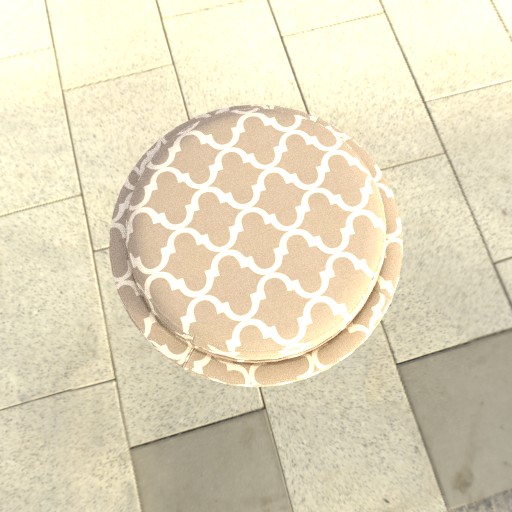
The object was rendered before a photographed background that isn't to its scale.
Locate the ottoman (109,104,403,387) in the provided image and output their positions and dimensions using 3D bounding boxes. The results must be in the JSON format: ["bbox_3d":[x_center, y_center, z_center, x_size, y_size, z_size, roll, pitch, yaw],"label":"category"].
[{"bbox_3d":[0.000,0.000,0.849,0.480,0.429,0.480,0,75,0],"label":"ottoman"}]
